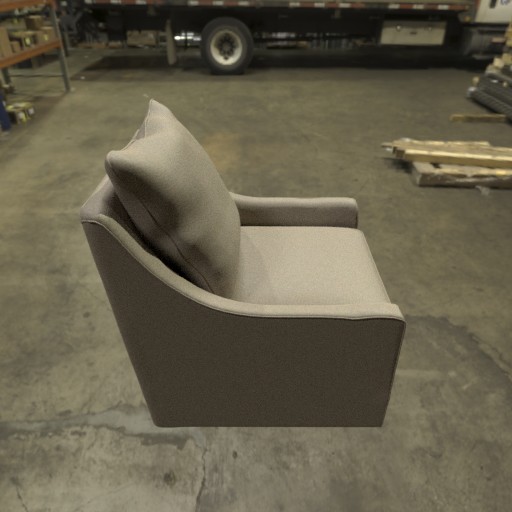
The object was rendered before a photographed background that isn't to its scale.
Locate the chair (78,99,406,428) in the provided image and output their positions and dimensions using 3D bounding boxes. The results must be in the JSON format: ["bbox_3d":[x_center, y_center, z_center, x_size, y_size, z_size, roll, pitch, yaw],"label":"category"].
[{"bbox_3d":[0.000,0.000,1.559,0.876,0.942,0.760,0,33,0],"label":"chair"}]
